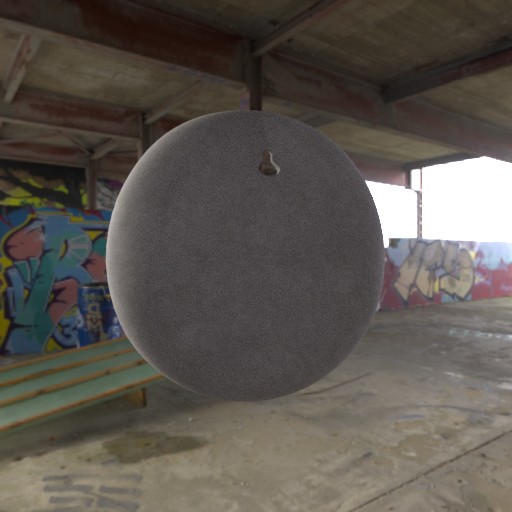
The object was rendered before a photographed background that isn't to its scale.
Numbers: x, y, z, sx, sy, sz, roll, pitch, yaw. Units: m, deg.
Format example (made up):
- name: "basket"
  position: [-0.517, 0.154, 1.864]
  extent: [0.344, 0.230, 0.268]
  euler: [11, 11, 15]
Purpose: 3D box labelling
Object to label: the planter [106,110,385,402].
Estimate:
- name: "planter"
  position: [0.000, 0.000, 0.288]
  extent: [0.185, 0.188, 0.071]
  euler: [0, 0, -16]
